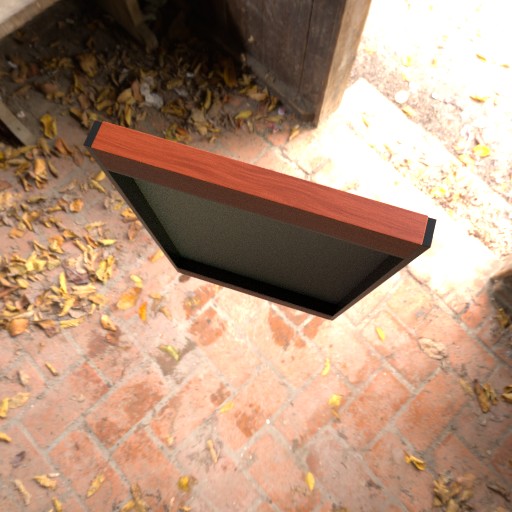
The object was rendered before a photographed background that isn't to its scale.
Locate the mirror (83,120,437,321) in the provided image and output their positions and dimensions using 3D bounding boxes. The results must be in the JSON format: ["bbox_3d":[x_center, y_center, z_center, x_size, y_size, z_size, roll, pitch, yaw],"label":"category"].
[{"bbox_3d":[0.000,0.000,1.039,0.525,0.823,0.047,17,75,5],"label":"mirror"}]
